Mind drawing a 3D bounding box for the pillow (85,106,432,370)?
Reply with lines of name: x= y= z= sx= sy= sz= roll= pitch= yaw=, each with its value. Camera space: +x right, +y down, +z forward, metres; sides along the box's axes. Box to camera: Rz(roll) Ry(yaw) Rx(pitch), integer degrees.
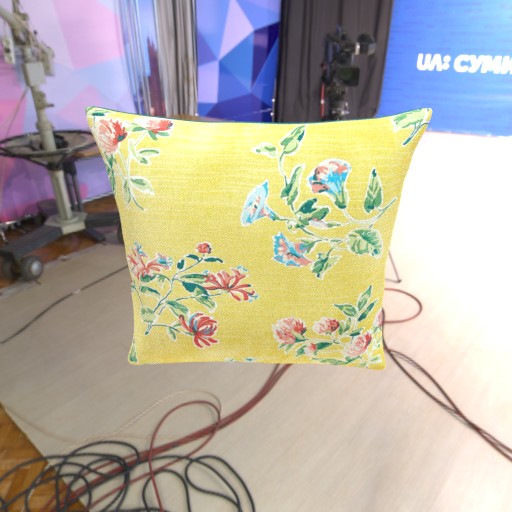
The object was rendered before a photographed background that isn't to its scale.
pillow: x=0.000 y=0.000 z=0.785 sx=0.525 sy=0.508 sz=0.166 roll=1 pitch=29 yaw=2
